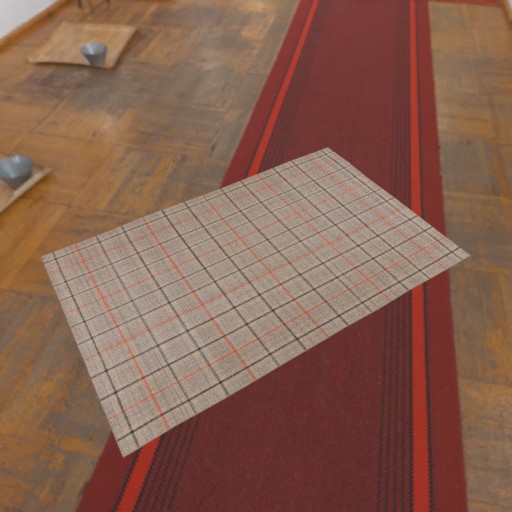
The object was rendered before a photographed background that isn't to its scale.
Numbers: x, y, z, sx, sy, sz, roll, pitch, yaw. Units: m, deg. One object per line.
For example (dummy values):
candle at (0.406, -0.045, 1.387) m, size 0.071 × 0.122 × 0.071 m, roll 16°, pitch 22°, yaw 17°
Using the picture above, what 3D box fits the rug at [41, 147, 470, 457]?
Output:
rug at (0.000, 0.000, 2.965) m, size 2.439 × 0.015 × 1.524 m, roll -25°, pitch 52°, yaw -21°
